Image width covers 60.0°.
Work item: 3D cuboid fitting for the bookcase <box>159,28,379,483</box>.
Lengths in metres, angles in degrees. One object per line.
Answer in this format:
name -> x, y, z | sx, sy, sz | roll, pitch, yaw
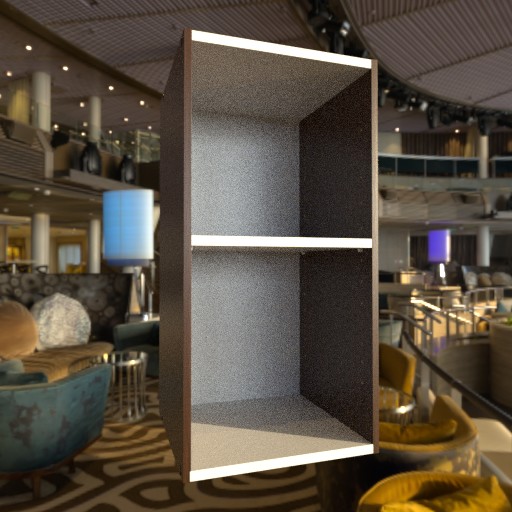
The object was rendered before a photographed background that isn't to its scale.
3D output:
bookcase -> 0.000, 0.000, 0.768 | 0.300, 0.600, 0.290 | 0, -1, -18
